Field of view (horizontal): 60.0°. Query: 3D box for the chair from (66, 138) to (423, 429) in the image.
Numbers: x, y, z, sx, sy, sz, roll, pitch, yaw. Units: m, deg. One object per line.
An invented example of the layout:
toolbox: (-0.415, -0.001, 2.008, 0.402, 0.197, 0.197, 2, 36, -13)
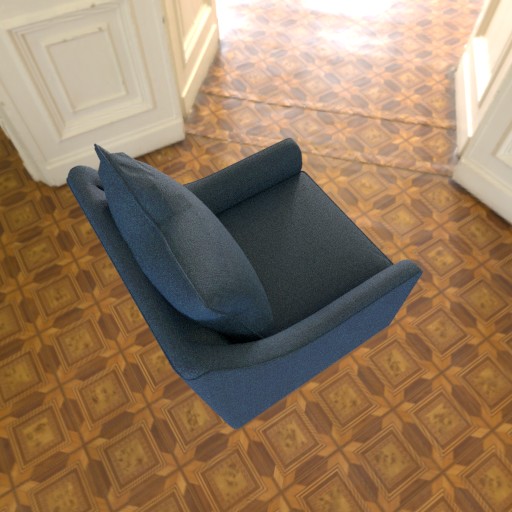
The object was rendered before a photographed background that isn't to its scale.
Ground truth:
chair: (0.000, 0.000, 1.546, 0.870, 0.939, 0.750, -29, 63, -17)
